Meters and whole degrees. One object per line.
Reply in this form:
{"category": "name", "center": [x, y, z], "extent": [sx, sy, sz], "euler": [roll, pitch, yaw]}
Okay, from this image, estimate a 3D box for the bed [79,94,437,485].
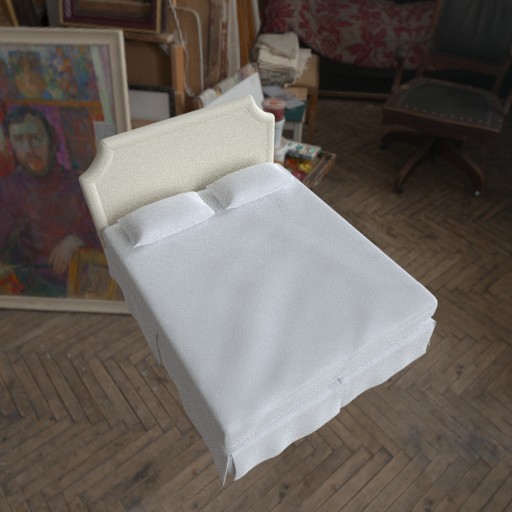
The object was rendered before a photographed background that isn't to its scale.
{"category": "bed", "center": [0.000, 0.000, 4.130], "extent": [2.350, 1.590, 2.773], "euler": [-25, 52, -22]}
